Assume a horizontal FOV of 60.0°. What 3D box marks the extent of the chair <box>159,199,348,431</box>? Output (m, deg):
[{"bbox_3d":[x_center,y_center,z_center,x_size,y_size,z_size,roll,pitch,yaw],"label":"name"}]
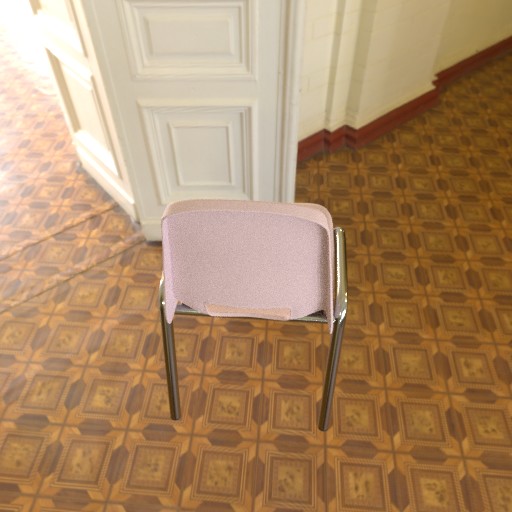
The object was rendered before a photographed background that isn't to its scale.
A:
[{"bbox_3d":[0.000,0.000,0.847,0.354,0.586,0.423,3,47,3],"label":"chair"}]
